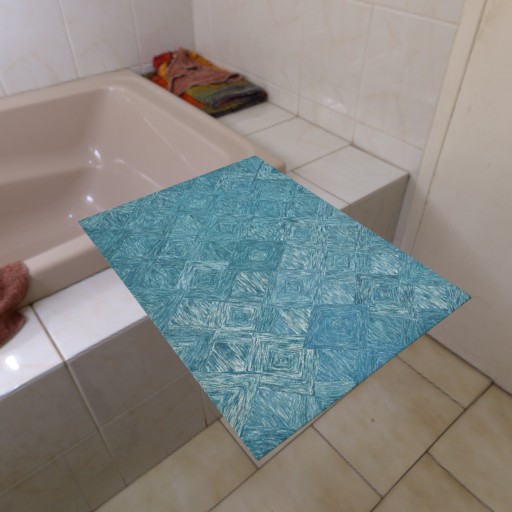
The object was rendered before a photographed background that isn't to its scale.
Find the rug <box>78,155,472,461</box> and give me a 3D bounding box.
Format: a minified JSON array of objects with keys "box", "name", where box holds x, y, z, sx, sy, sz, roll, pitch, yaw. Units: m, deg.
[{"box":[0.000,0.000,4.376,2.405,0.027,3.217,-27,48,-27],"name":"rug"}]
